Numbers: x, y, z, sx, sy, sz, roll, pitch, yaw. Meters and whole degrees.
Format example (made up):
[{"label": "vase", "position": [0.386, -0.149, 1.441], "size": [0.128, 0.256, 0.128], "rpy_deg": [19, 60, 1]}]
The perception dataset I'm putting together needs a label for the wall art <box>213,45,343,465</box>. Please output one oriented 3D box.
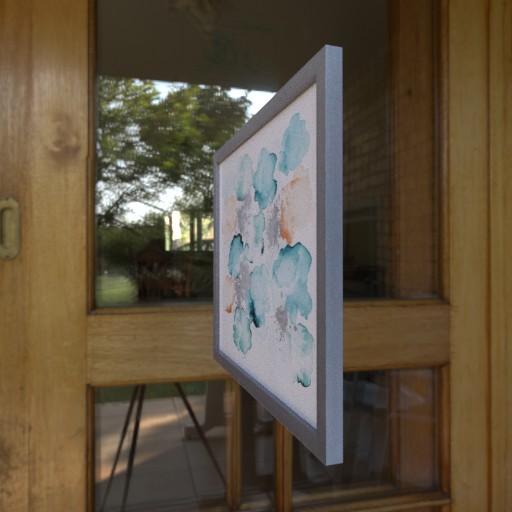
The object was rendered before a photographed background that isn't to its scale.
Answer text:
[{"label": "wall art", "position": [0.000, 0.000, 0.904], "size": [0.026, 0.558, 0.660], "rpy_deg": [0, 0, -19]}]
